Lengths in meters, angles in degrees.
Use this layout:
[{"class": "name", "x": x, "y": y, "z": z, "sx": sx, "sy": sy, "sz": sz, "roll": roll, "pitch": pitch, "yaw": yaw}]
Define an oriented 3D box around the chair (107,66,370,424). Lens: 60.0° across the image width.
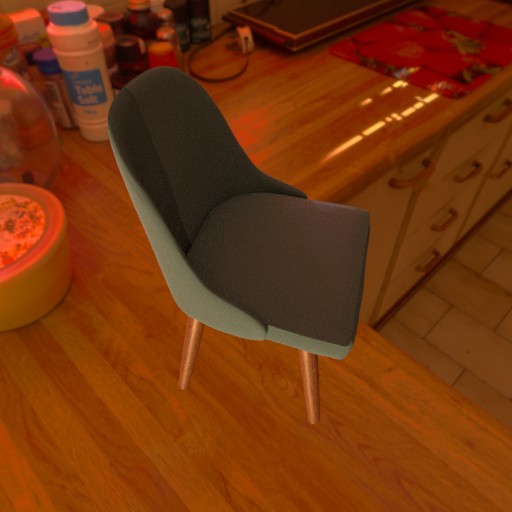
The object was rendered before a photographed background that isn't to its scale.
[{"class": "chair", "x": 0.000, "y": 0.000, "z": 1.207, "sx": 0.589, "sy": 0.882, "sz": 0.503, "roll": 11, "pitch": 48, "yaw": 10}]
